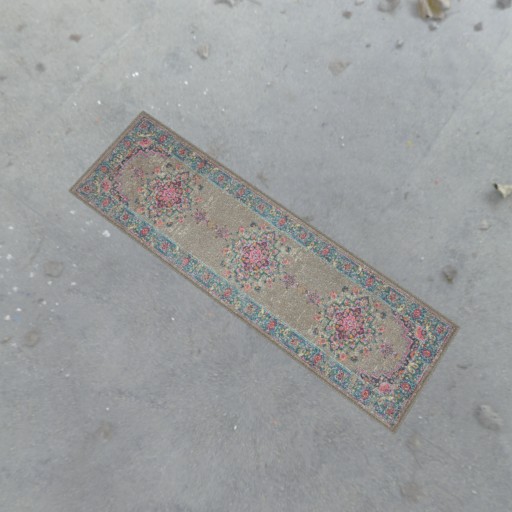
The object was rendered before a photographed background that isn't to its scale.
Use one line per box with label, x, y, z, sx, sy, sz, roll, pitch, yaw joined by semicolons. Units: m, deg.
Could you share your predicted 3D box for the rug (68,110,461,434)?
rug;0.000;0.000;2.025;1.827;0.012;0.553;35;77;9
